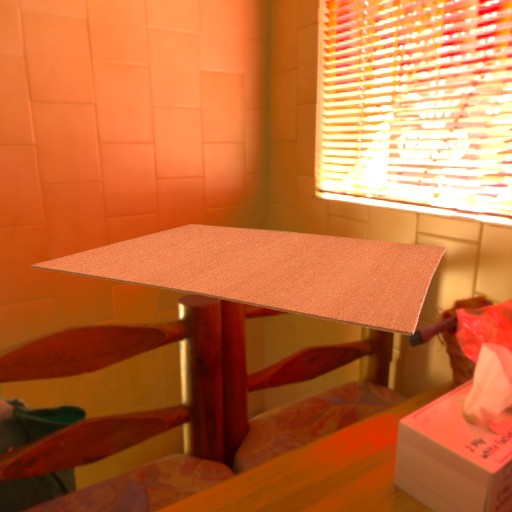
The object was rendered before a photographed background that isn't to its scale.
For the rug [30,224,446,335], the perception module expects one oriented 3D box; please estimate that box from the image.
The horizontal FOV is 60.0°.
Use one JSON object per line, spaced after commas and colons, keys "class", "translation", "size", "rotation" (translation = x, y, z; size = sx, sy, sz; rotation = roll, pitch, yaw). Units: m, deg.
{"class": "rug", "translation": [0.000, 0.000, 4.216], "size": [3.202, 0.045, 2.434], "rotation": [7, 15, 26]}
